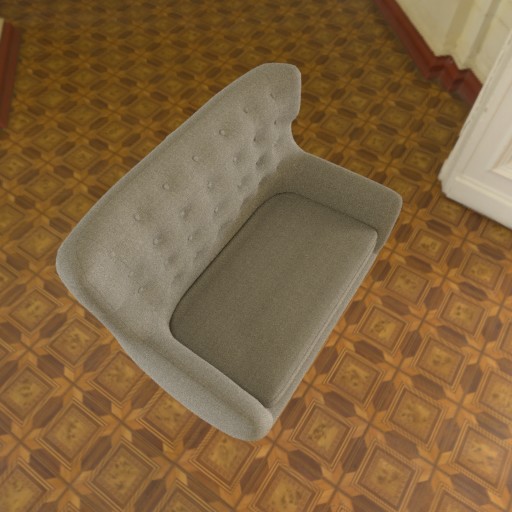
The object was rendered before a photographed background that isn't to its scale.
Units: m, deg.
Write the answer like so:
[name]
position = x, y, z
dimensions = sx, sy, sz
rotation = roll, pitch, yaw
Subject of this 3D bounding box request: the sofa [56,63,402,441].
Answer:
[sofa]
position = 0.000, 0.000, 2.015
dimensions = 0.884, 1.028, 1.386
rotation = 29, 61, 18
